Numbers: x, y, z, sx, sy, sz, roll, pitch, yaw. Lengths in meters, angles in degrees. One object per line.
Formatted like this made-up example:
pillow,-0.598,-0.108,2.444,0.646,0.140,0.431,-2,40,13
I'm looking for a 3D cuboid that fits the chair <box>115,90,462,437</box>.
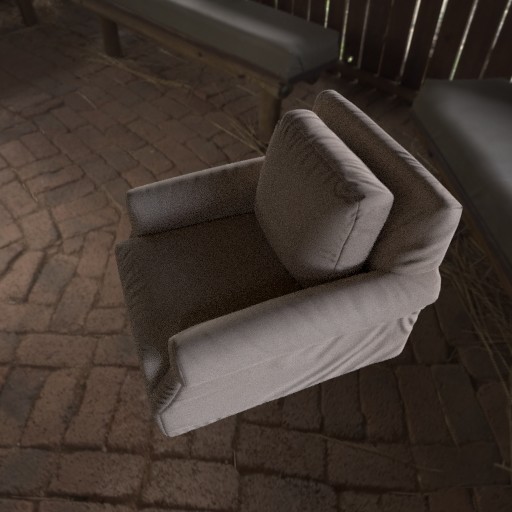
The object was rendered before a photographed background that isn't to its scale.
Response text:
chair,0.000,0.000,1.726,1.066,0.866,0.940,-16,48,-15
